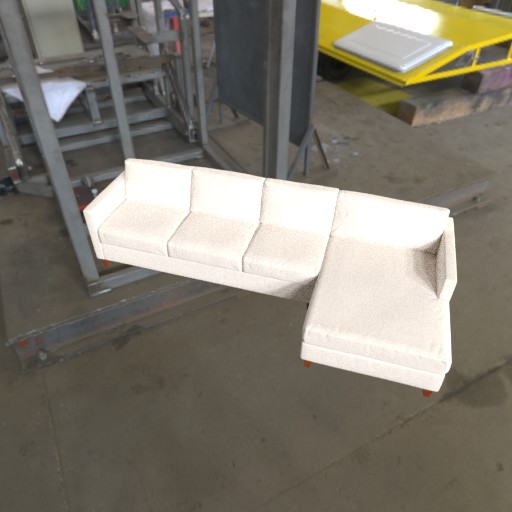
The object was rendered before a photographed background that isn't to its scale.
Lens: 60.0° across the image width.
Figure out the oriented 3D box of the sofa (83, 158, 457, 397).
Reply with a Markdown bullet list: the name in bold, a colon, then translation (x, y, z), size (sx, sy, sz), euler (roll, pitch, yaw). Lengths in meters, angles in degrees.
- **sofa**: translation (0.000, 0.000, 4.194), size (3.471, 0.954, 1.606), euler (11, 42, 13)
